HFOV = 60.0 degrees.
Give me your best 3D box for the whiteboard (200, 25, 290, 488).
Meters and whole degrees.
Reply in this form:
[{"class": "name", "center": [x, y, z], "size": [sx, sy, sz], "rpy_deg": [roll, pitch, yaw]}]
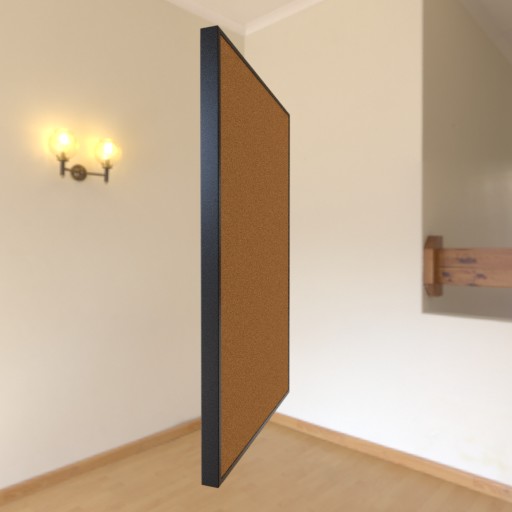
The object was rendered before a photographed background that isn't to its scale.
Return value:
[{"class": "whiteboard", "center": [0.000, 0.000, 0.781], "size": [0.026, 0.611, 0.406], "rpy_deg": [0, 1, 18]}]
